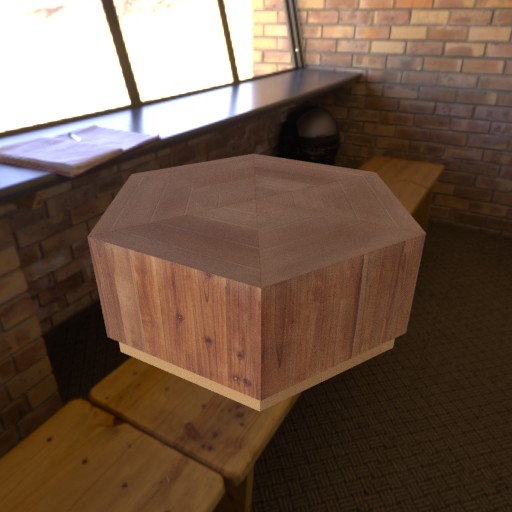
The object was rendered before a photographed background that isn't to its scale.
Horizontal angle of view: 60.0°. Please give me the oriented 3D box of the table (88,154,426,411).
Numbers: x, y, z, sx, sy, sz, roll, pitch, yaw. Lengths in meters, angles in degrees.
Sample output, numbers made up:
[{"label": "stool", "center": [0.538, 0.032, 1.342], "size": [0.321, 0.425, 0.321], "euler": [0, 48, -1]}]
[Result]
[{"label": "table", "center": [0.000, 0.000, 1.669], "size": [1.000, 0.456, 1.154], "euler": [-1, 29, -1]}]
